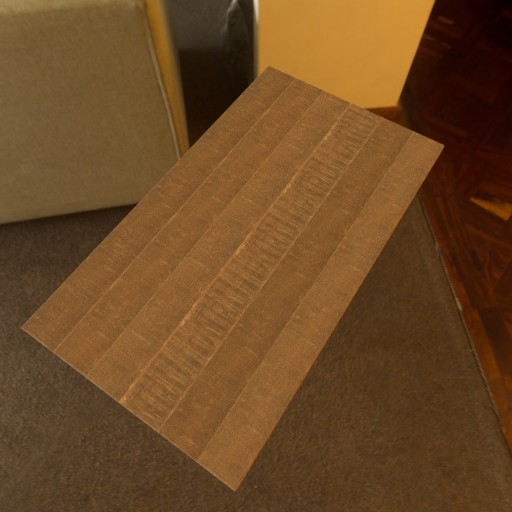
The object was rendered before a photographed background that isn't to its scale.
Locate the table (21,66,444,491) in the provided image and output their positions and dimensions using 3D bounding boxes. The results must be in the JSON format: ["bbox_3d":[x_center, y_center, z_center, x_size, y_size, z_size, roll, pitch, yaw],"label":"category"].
[{"bbox_3d":[0.000,0.000,1.720,0.800,0.440,1.400,31,67,15],"label":"table"}]
